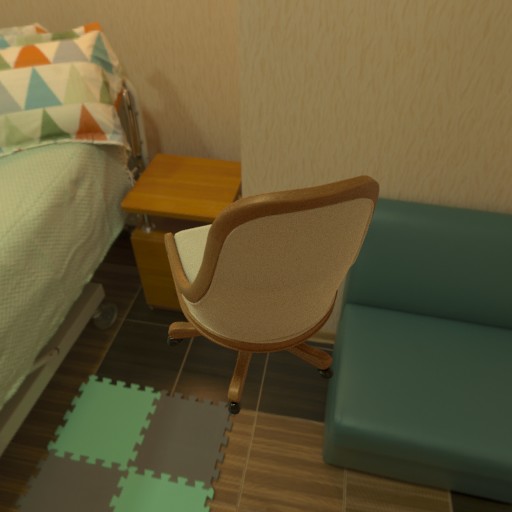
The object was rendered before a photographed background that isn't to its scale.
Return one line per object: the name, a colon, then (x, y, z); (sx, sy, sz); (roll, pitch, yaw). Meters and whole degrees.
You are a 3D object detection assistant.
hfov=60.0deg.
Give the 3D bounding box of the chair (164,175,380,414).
chair: (0.000, 0.000, 1.537); (0.702, 1.009, 0.811); (-12, 42, -14)
